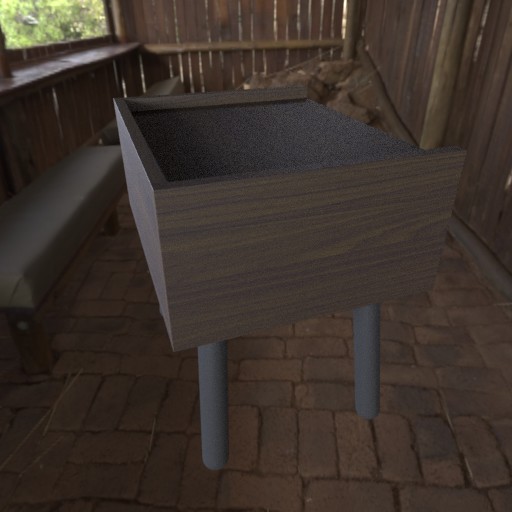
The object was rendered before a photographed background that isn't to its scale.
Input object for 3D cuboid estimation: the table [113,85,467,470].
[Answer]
[{"bbox_3d":[0.000,0.000,0.773,0.370,0.470,0.450,-11,32,-17],"label":"table"}]
